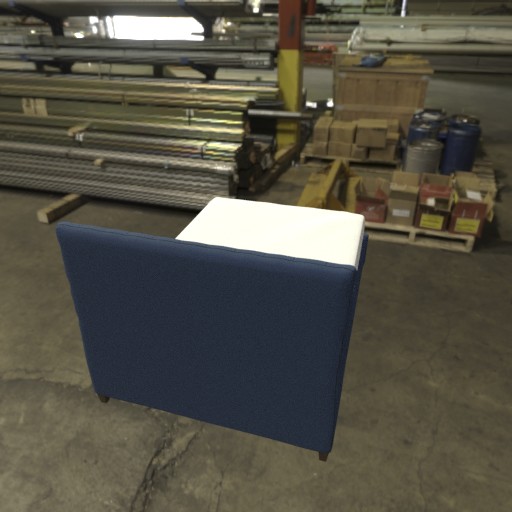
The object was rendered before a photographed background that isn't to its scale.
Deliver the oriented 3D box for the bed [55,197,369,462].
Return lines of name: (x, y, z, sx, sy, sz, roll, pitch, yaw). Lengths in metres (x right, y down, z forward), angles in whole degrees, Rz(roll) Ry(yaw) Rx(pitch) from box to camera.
bed: (0.000, 0.000, 3.607, 1.706, 1.427, 2.387, 9, 32, 15)
